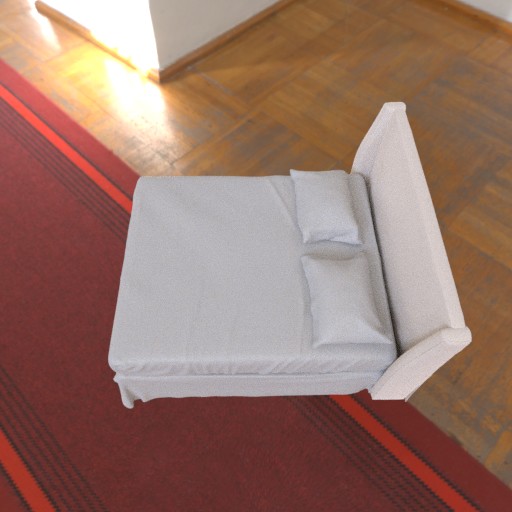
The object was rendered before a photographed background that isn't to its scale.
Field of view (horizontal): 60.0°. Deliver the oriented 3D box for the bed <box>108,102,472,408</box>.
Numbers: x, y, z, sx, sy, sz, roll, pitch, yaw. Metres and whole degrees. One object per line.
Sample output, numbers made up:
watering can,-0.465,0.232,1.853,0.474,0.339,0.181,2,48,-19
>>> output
bed,0.000,0.000,3.365,2.276,1.332,1.925,-1,58,0
